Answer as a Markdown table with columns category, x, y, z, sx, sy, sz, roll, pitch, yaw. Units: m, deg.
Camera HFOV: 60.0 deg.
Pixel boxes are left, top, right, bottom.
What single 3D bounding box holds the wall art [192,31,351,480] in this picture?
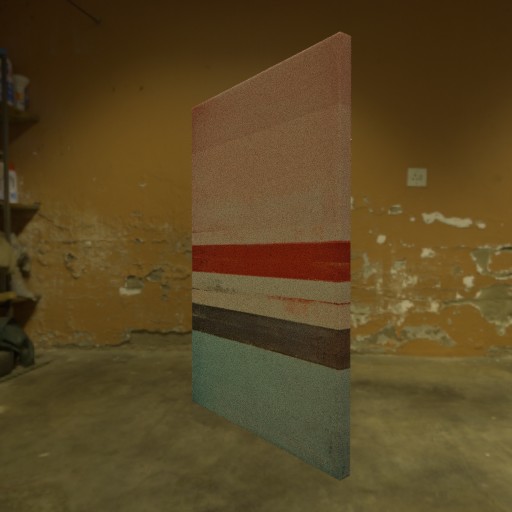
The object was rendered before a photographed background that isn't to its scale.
| category | x | y | z | sx | sy | sz | roll | pitch | yaw |
| --- | --- | --- | --- | --- | --- | --- | --- | --- | --- |
| wall art | 0.000 | 0.000 | 1.156 | 0.038 | 0.914 | 0.610 | 0 | 1 | -38 |
